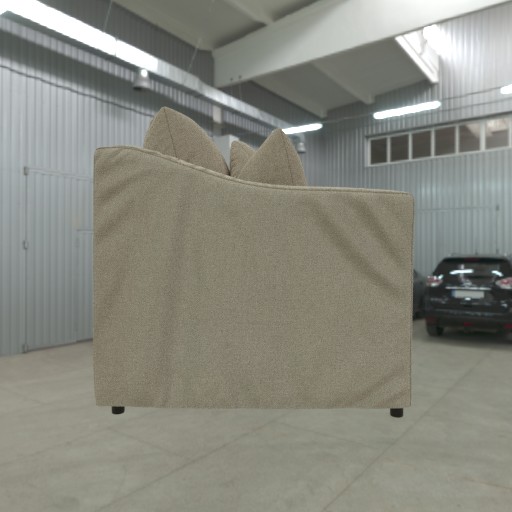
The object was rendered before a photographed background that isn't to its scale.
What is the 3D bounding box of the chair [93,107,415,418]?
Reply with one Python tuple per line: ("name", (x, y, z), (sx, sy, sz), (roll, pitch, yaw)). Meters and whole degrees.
("chair", (0.000, 0.000, 2.017), (1.071, 1.093, 1.194), (0, 0, 1))
